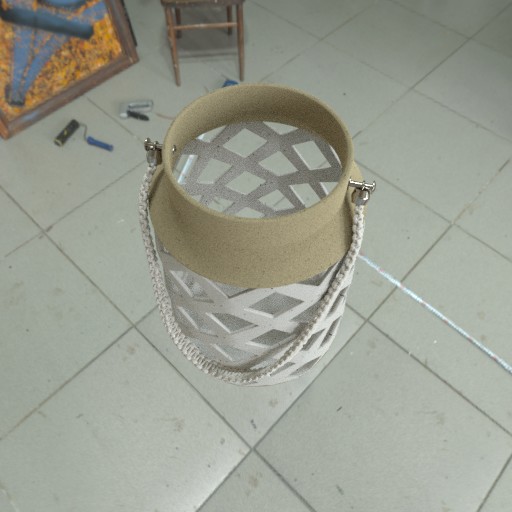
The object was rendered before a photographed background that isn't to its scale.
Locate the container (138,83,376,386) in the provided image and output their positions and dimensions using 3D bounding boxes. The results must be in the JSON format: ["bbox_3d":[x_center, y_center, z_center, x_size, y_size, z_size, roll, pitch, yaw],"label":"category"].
[{"bbox_3d":[0.000,0.000,0.346,0.163,0.229,0.172,12,60,7],"label":"container"}]
